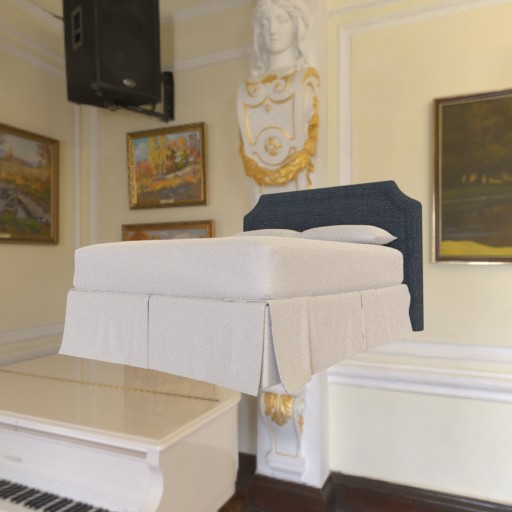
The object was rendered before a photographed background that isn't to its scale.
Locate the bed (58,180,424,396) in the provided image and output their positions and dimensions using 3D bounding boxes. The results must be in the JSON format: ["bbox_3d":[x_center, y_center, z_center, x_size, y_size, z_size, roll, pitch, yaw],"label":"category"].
[{"bbox_3d":[0.000,0.000,3.306,1.828,1.297,2.208,-1,-1,36],"label":"bed"}]
